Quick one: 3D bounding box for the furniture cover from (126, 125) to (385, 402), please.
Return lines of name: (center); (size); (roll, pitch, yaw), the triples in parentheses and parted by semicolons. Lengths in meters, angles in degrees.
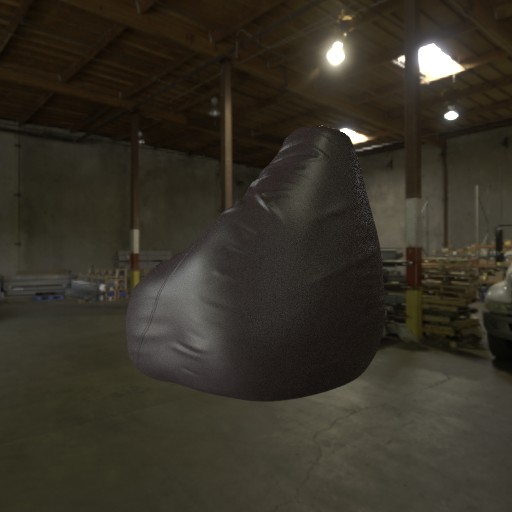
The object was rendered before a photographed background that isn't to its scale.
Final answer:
furniture cover: (0.000, 0.000, 1.927); (1.070, 0.990, 1.070); (0, 0, 35)
